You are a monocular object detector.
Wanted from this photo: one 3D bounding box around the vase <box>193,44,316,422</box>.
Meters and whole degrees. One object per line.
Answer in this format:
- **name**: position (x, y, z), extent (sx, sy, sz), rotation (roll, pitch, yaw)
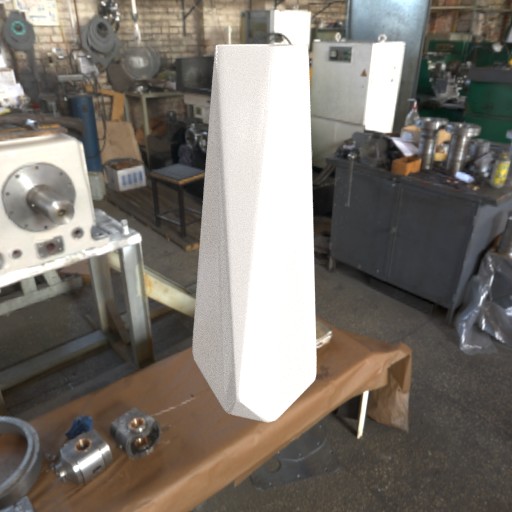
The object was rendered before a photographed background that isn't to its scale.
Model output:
- **vase**: position (0.000, 0.000, 0.383), extent (0.122, 0.329, 0.116), rotation (7, 27, 14)
